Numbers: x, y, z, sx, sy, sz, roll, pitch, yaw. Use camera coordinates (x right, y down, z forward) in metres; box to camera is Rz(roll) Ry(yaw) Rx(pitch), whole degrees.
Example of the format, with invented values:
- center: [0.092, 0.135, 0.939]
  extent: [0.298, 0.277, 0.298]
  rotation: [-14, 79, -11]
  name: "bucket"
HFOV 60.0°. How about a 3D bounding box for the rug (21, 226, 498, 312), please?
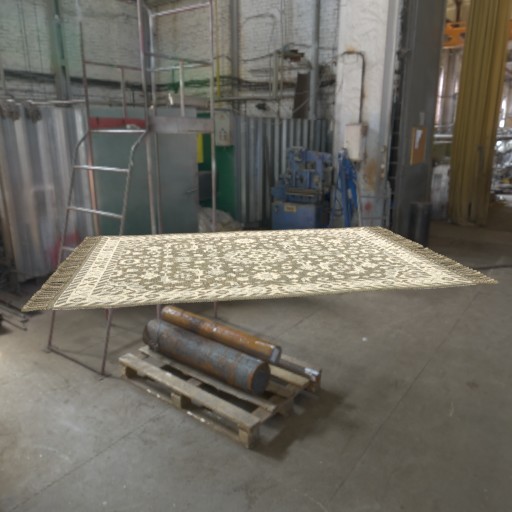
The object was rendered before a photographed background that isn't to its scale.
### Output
- center: [0.000, 0.000, 2.922]
  extent: [2.431, 0.025, 1.530]
  rotation: [-3, 16, -9]
  name: "rug"
